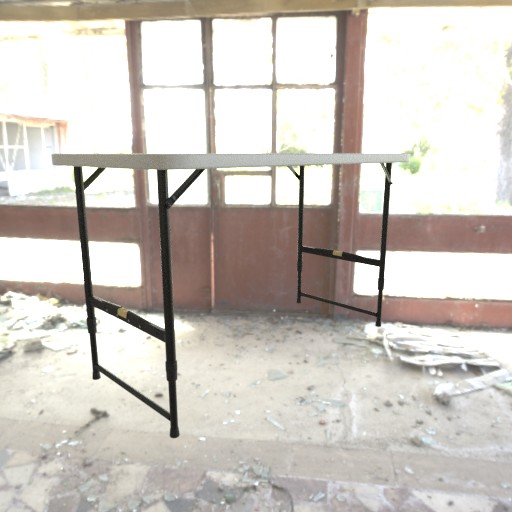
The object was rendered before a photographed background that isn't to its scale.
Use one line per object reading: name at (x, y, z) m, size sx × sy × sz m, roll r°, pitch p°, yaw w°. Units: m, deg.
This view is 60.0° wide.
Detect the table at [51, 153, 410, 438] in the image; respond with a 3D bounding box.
table at (0.000, 0.000, 1.633) m, size 0.610 × 0.737 × 1.219 m, roll 12°, pitch 18°, yaw 43°
